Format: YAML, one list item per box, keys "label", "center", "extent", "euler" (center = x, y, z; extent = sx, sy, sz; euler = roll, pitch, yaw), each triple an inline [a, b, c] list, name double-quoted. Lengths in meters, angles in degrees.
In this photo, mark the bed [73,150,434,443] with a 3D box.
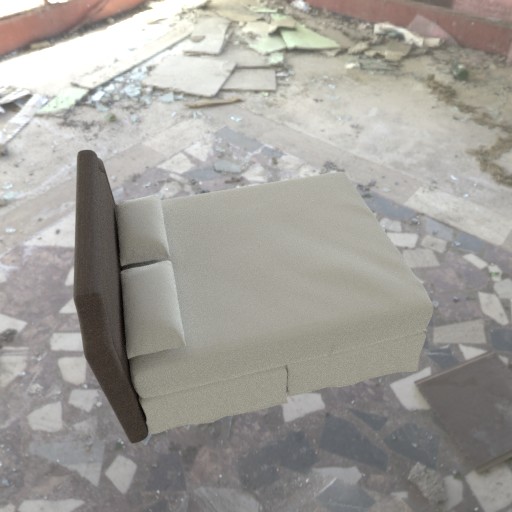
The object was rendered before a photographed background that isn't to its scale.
- label: "bed"
  center: [0.000, 0.000, 3.135]
  extent: [2.116, 1.290, 1.693]
  euler: [-11, 48, -10]
